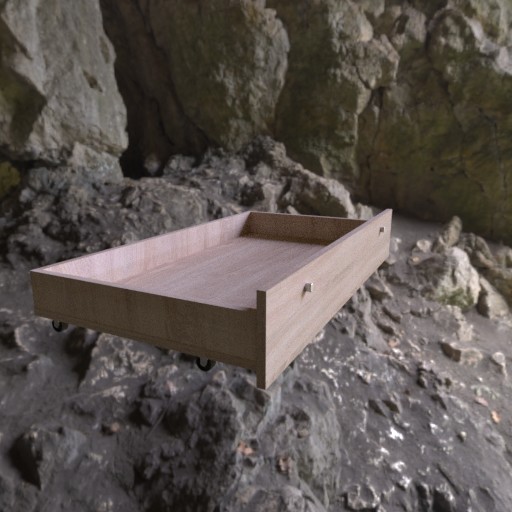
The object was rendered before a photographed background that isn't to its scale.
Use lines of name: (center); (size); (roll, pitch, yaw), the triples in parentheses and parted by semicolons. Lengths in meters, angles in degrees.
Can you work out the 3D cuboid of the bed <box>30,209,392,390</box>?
bed: (0.000, 0.000, 1.494); (0.685, 0.209, 1.200); (7, 16, 26)
